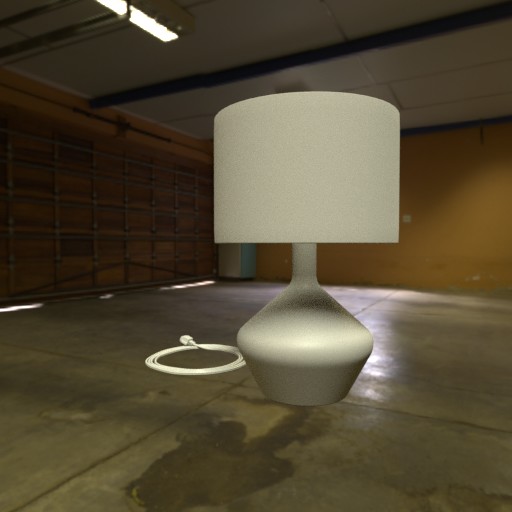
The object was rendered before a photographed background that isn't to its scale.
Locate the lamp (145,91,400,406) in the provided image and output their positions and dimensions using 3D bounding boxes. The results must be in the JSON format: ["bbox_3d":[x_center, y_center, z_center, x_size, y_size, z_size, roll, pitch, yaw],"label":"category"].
[{"bbox_3d":[0.000,0.000,0.854,0.401,0.457,0.546,-1,2,-18],"label":"lamp"}]
